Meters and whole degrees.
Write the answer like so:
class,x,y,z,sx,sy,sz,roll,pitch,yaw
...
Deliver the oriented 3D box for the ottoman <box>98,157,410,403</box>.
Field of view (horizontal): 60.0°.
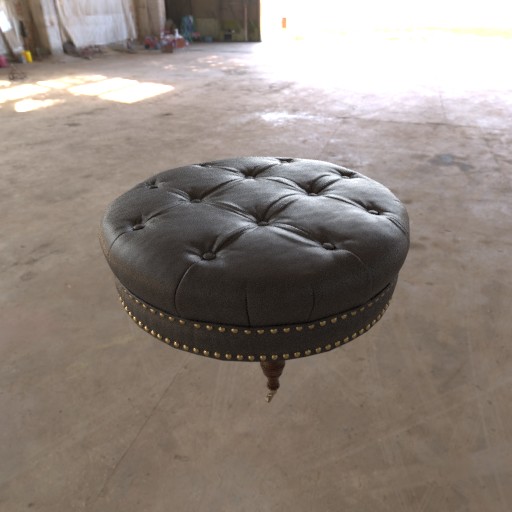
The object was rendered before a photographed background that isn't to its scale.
class,x,y,z,sx,sy,sz,roll,pitch,yaw
ottoman,0.000,0.000,1.388,0.901,0.439,0.901,0,30,0
